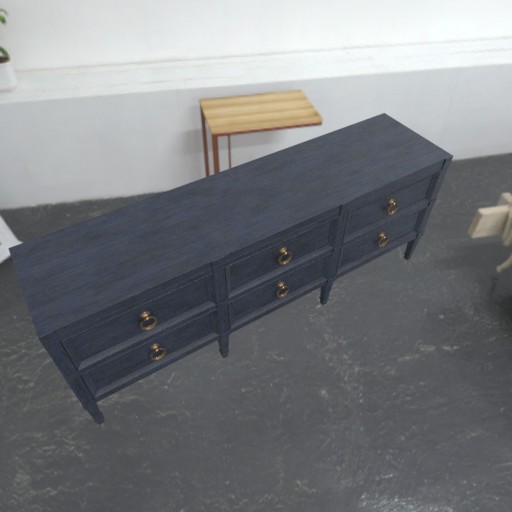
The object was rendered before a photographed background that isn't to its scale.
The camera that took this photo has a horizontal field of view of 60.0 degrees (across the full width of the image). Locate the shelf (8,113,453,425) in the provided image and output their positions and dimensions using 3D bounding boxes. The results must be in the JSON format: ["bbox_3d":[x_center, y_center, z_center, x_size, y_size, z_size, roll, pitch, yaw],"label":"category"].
[{"bbox_3d":[0.000,0.000,2.113,1.878,0.715,0.471,-24,51,-21],"label":"shelf"}]
